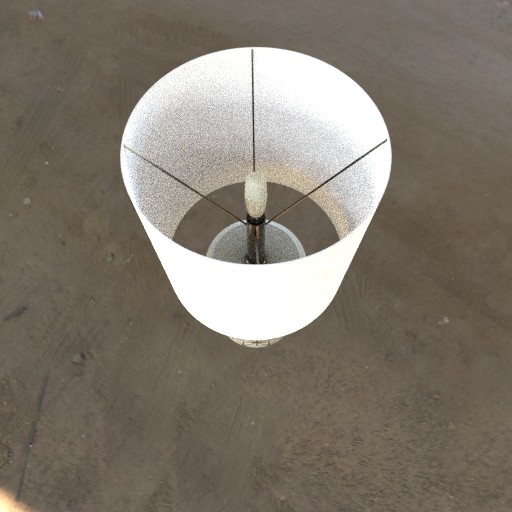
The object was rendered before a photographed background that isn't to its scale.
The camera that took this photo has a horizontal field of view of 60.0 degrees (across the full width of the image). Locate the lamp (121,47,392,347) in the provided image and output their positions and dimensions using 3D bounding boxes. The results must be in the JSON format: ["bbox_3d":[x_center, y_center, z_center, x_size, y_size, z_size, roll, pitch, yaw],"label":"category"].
[{"bbox_3d":[0.000,0.000,0.528,0.206,0.416,0.206,-1,65,-1],"label":"lamp"}]
